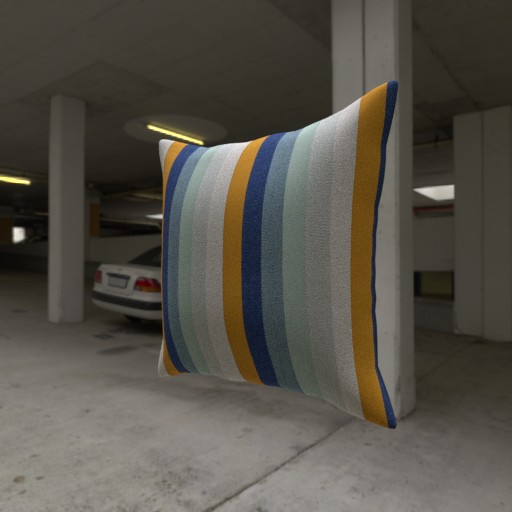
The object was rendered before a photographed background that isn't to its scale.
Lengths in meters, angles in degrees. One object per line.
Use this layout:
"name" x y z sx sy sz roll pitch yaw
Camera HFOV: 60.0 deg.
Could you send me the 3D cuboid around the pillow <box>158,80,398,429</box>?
"pillow" 0.000 0.000 0.714 0.463 0.454 0.173 -1 -1 37
